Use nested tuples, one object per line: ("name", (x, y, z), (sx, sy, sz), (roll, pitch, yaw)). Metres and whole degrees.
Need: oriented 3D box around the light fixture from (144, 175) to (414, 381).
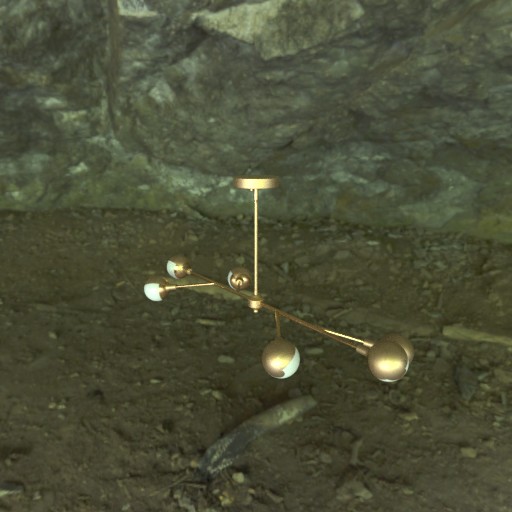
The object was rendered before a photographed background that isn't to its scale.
("light fixture", (0.000, 0.000, 1.026), (0.434, 0.362, 0.778), (-6, 17, -22))
